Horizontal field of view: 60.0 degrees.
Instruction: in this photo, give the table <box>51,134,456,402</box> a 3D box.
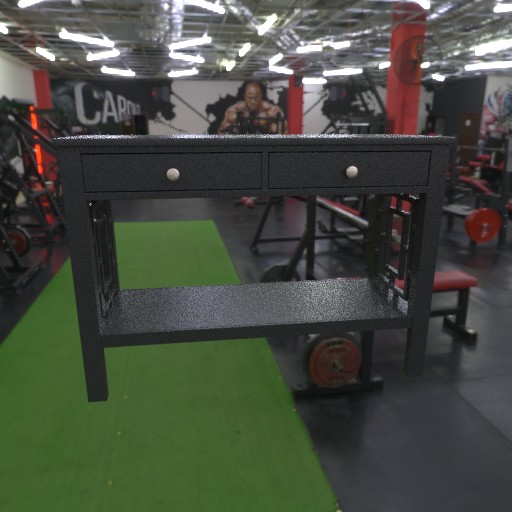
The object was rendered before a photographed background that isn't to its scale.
[{"bbox_3d":[0.000,0.000,1.442,1.068,0.753,0.397,-2,17,-8],"label":"table"}]
